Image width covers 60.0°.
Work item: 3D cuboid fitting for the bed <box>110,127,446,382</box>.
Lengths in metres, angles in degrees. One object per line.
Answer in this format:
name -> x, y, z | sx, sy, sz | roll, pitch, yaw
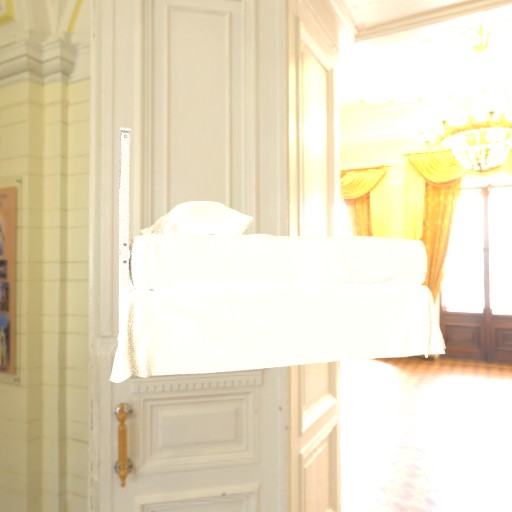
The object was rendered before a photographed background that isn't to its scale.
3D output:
bed -> 0.000, 0.000, 3.315 | 2.047, 1.269, 1.876 | 0, -1, -17
